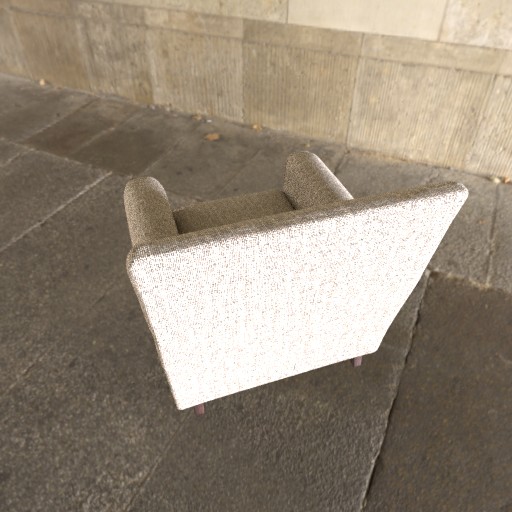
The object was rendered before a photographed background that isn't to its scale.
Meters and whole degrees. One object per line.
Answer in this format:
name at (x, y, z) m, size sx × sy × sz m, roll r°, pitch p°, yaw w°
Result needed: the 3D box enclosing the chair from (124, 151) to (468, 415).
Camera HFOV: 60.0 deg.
chair at (0.000, 0.000, 1.625) m, size 0.864 × 0.928 × 0.873 m, roll -13°, pitch 43°, yaw -14°
